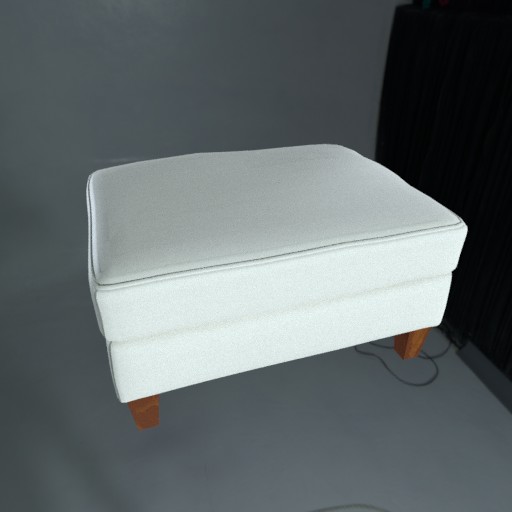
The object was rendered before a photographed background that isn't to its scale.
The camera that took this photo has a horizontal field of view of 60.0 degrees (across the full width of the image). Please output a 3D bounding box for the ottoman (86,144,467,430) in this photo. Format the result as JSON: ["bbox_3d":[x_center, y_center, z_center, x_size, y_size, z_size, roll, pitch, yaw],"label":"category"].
[{"bbox_3d":[0.000,0.000,1.214,0.818,0.479,0.634,-10,32,-16],"label":"ottoman"}]
